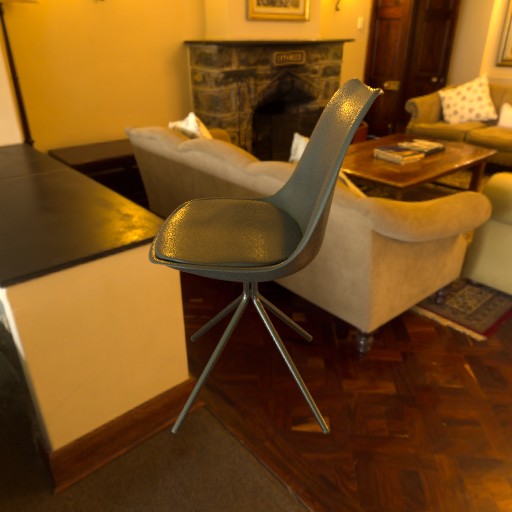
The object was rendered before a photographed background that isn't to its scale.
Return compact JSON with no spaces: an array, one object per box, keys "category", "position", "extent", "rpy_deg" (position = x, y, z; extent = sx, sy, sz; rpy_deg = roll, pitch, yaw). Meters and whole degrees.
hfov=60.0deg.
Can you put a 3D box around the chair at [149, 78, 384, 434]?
[{"category":"chair","position":[0.000,0.000,1.162],"extent":[0.525,0.850,0.461],"rpy_deg":[0,27,0]}]
